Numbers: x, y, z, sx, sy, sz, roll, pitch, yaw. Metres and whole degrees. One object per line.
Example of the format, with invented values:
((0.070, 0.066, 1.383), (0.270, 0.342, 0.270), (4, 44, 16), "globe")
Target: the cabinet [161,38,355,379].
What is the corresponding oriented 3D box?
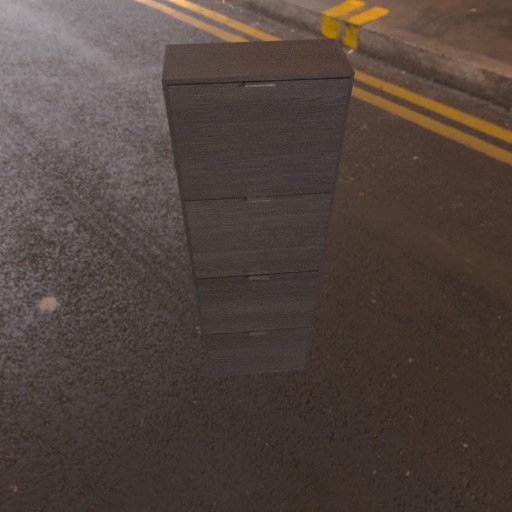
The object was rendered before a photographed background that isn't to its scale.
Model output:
((0.000, 0.000, 1.851), (0.520, 1.630, 0.255), (-4, 47, -4), "cabinet")
